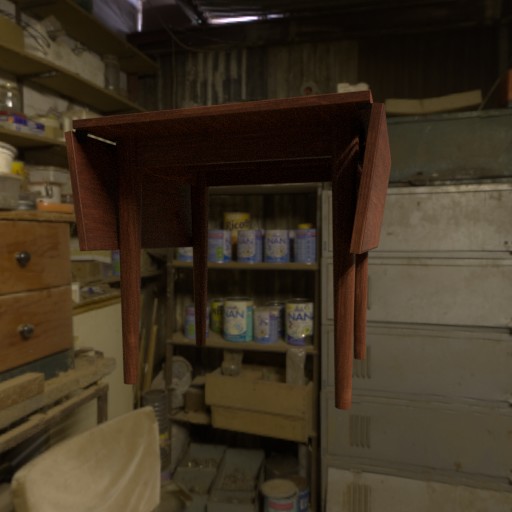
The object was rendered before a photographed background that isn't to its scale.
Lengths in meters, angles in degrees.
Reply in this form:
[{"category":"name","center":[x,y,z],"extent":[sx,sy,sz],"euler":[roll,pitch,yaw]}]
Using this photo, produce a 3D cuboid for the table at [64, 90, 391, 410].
[{"category":"table","center":[0.000,0.000,1.480],"extent":[0.843,0.763,0.812],"euler":[1,2,18]}]
